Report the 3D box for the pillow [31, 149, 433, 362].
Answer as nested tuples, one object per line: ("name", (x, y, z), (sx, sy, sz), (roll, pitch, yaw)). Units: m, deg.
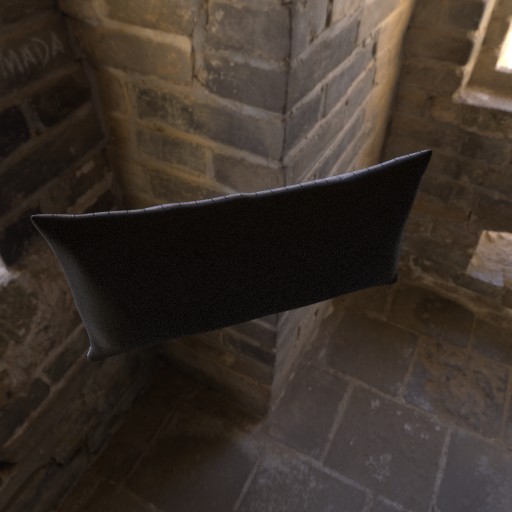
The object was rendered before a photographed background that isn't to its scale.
("pillow", (0.000, 0.000, 0.737), (0.609, 0.305, 0.151), (-13, 43, -14))
